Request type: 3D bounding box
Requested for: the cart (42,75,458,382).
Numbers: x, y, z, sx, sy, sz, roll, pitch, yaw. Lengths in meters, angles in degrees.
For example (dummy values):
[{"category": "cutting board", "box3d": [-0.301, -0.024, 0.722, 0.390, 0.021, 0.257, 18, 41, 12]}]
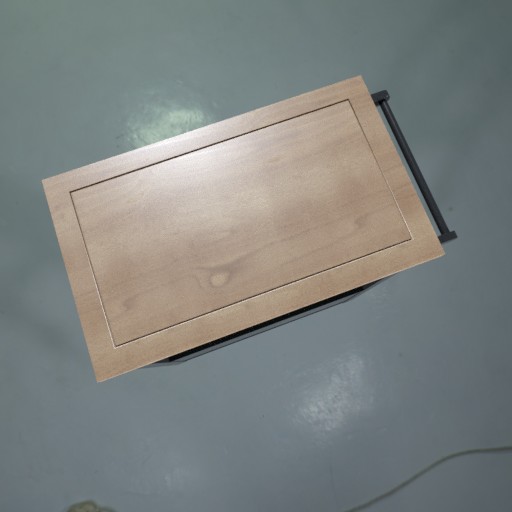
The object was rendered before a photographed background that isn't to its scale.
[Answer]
[{"category": "cart", "box3d": [0.000, 0.000, 1.399, 0.840, 0.901, 0.459, -20, 78, -4]}]
